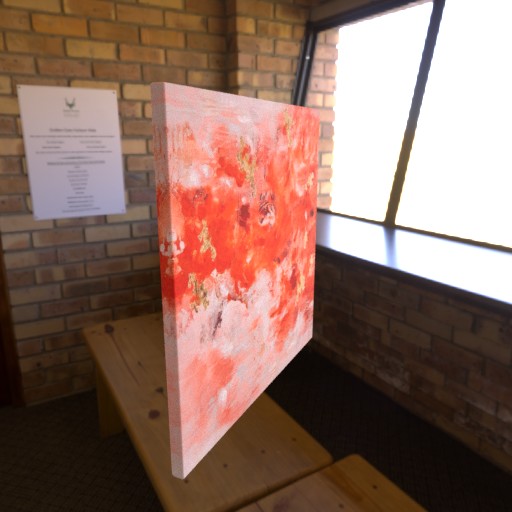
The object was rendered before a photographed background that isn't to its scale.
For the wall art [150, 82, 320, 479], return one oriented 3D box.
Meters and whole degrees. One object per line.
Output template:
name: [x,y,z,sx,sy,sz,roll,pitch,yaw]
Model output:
wall art: [0.000,0.000,1.322,0.066,0.878,0.878,7,16,26]
